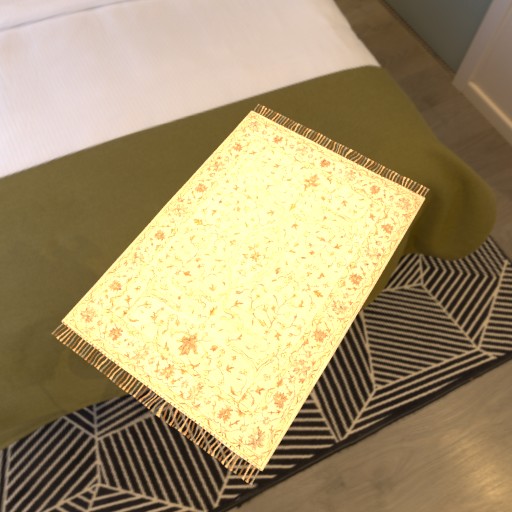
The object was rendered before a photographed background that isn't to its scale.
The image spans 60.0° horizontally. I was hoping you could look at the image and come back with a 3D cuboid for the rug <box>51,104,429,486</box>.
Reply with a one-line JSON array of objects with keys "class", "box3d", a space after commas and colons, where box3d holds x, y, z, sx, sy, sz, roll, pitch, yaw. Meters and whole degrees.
[{"class": "rug", "box3d": [0.000, 0.000, 2.391, 1.218, 0.017, 1.861, 31, 68, 14]}]
